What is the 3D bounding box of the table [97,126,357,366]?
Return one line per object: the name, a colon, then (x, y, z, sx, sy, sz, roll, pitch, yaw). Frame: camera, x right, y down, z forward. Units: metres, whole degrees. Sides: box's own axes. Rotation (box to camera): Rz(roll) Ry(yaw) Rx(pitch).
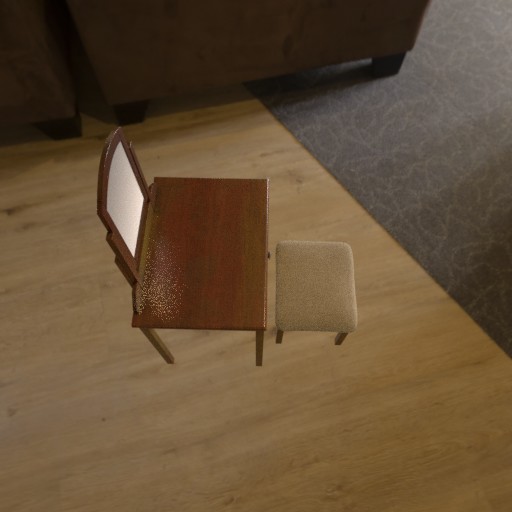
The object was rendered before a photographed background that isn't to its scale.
table: (0.000, 0.000, 2.383, 1.211, 1.631, 0.876, 1, 64, 1)
